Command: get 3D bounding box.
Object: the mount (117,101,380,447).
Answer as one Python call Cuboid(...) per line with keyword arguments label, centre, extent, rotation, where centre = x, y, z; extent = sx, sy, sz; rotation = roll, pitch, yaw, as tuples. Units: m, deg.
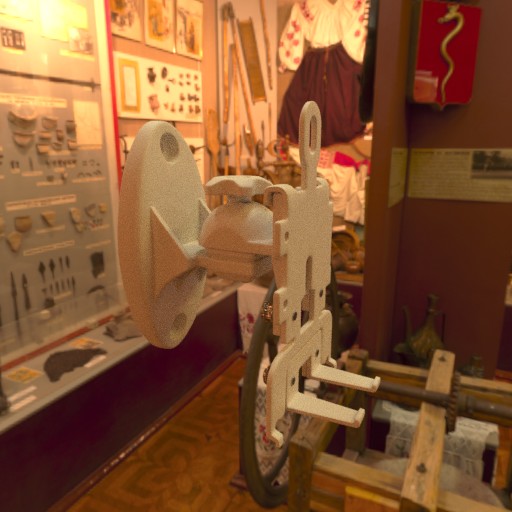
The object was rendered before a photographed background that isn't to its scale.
Cuboid(label="mount", centre=(0.000, 0.000, 0.181), extent=(0.100, 0.118, 0.066), rotation=(7, 16, 27))
